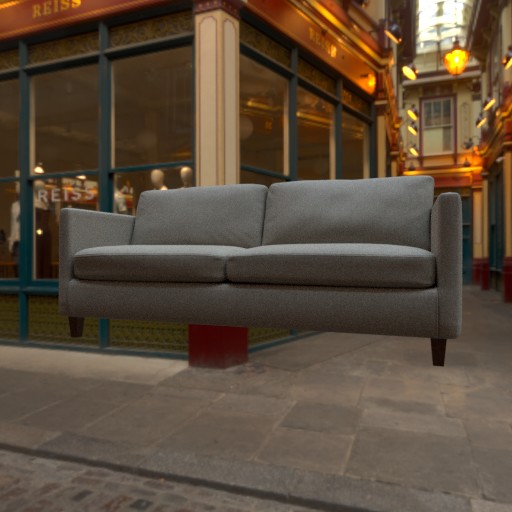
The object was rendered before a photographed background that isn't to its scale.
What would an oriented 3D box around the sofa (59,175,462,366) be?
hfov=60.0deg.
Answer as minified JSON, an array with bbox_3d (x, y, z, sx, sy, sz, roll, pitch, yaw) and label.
[{"bbox_3d":[0.000,0.000,2.688,2.208,0.963,0.956,0,1,19],"label":"sofa"}]
